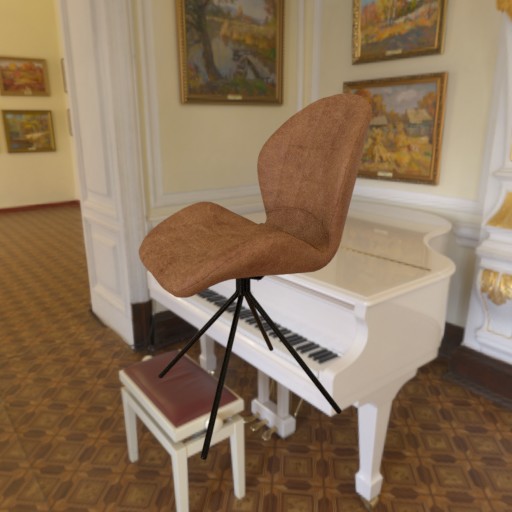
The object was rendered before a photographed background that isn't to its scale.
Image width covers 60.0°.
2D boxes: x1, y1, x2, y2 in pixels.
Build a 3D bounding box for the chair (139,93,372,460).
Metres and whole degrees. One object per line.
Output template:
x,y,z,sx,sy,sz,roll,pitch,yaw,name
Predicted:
0.000,0.000,1.325,0.640,0.929,0.527,-8,18,-25,chair
